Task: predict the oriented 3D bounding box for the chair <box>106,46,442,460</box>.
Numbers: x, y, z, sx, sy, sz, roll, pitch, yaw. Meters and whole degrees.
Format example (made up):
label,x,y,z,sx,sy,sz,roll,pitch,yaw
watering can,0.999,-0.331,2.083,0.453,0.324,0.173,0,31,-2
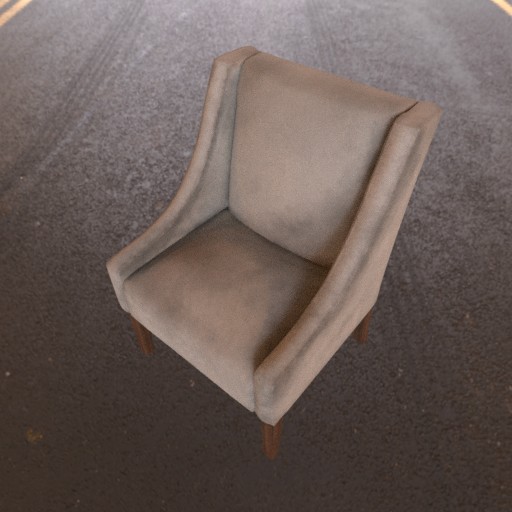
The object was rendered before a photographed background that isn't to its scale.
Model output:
label,x,y,z,sx,sy,sz,roll,pitch,yaw
chair,0.000,0.000,1.291,0.629,0.895,0.629,31,53,27
